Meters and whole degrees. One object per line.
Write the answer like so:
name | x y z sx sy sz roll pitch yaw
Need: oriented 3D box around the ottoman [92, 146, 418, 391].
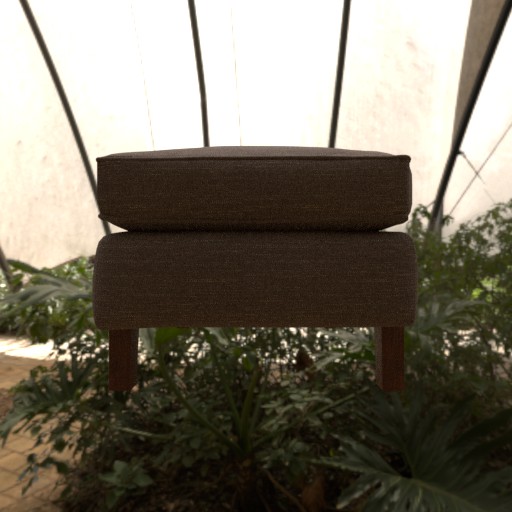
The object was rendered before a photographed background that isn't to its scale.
ottoman | 0.000 0.000 0.964 0.508 0.406 0.686 0 0 0
